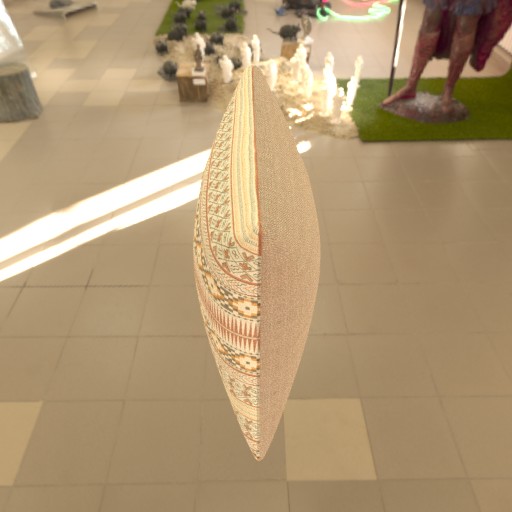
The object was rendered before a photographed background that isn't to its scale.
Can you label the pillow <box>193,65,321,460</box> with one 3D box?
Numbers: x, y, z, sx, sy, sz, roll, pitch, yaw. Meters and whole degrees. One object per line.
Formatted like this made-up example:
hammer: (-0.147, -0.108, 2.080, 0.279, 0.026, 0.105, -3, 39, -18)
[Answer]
pillow: (0.000, 0.000, 0.809, 0.215, 0.519, 0.521, -1, 42, -1)
